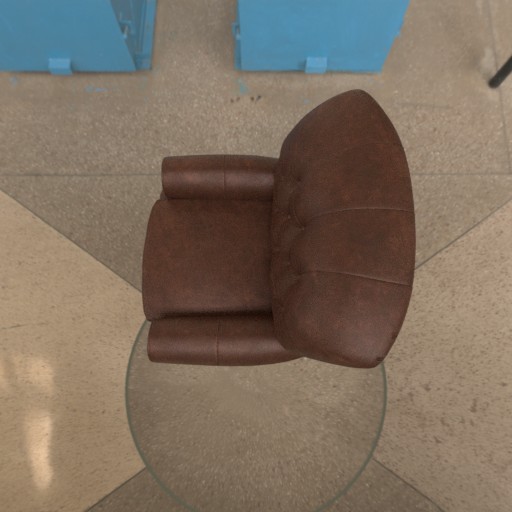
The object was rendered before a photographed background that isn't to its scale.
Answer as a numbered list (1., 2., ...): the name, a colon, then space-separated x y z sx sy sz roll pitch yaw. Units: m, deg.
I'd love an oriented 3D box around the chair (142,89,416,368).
1. chair: 0.000 0.000 1.955 1.031 1.162 0.979 1 74 0
